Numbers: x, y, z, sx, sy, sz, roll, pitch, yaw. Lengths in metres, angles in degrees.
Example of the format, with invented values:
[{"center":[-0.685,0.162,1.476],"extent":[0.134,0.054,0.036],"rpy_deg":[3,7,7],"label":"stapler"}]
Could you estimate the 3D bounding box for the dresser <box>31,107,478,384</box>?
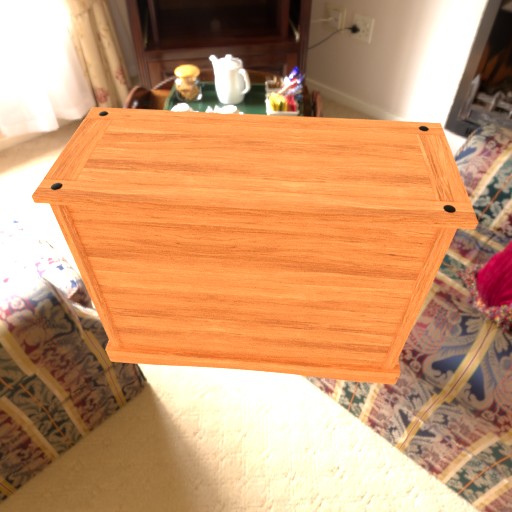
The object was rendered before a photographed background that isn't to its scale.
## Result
[{"center":[0.000,0.000,1.381],"extent":[0.990,0.740,0.410],"rpy_deg":[4,47,4],"label":"dresser"}]
